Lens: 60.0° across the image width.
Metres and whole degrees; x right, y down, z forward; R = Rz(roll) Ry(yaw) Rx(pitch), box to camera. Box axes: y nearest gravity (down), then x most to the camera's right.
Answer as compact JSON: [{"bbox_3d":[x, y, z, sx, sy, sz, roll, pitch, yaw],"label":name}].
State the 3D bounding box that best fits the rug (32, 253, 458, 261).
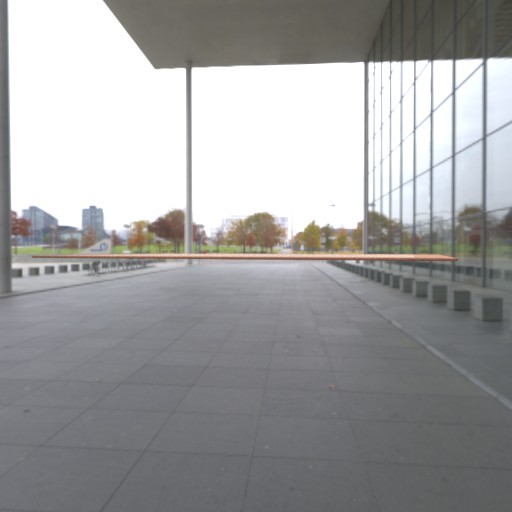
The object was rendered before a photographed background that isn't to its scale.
[{"bbox_3d":[0.000,0.000,3.082,2.438,0.014,1.524,0,1,19],"label":"rug"}]
